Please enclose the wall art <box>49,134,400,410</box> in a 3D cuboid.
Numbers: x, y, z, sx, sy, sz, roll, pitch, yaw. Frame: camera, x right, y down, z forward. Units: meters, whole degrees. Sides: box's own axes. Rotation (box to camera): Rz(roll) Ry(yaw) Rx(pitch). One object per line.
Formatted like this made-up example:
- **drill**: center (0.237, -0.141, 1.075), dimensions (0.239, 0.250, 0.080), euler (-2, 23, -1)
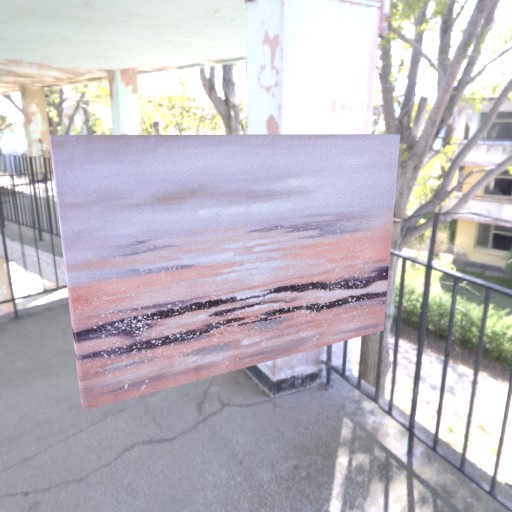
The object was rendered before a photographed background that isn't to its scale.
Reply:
- **wall art**: center (0.000, 0.000, 1.153), dimensions (0.913, 0.609, 0.038), euler (-8, 18, -27)
